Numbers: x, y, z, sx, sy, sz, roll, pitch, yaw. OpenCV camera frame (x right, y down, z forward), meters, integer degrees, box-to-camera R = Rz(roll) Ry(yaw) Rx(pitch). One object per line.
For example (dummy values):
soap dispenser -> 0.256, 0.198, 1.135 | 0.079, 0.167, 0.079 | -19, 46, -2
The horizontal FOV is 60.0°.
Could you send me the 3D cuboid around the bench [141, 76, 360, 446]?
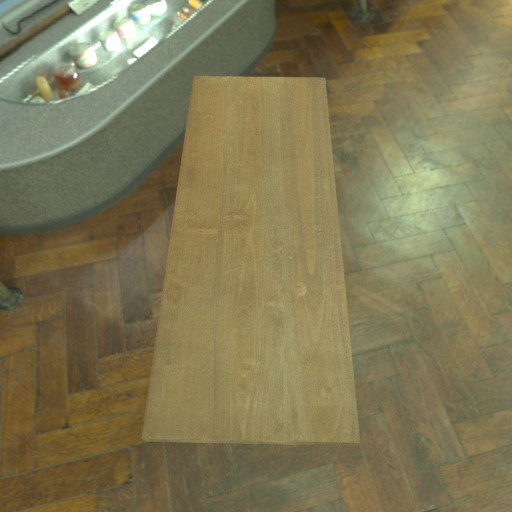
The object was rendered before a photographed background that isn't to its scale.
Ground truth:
bench -> 0.000, 0.000, 1.430 | 0.458, 0.458, 1.183 | 1, 59, 1
